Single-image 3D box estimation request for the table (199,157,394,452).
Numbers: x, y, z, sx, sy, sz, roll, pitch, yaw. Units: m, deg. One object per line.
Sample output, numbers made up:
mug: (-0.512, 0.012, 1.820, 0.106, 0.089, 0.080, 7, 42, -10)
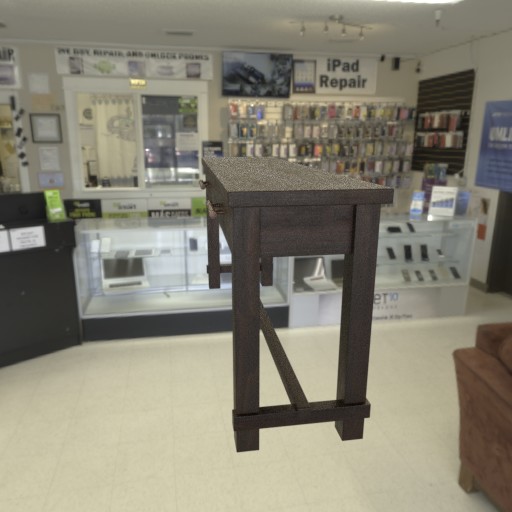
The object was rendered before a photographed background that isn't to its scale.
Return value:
table: (0.000, 0.000, 1.921, 0.442, 0.762, 1.599, -2, 16, -9)
